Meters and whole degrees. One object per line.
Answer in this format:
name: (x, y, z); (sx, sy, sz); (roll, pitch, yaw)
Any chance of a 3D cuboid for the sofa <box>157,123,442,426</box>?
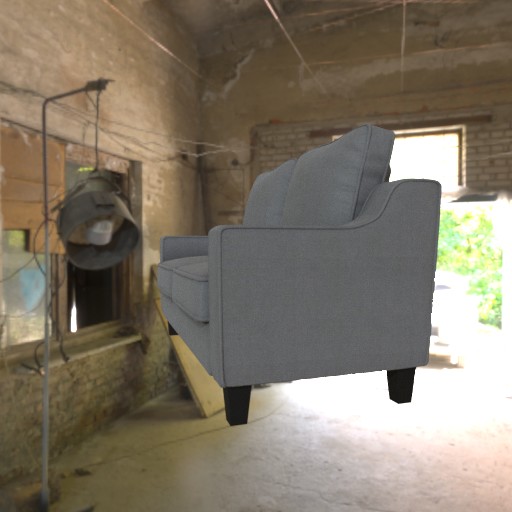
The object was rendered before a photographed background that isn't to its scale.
sofa: (0.000, 0.000, 2.035); (0.791, 0.948, 1.500); (0, 1, -18)
